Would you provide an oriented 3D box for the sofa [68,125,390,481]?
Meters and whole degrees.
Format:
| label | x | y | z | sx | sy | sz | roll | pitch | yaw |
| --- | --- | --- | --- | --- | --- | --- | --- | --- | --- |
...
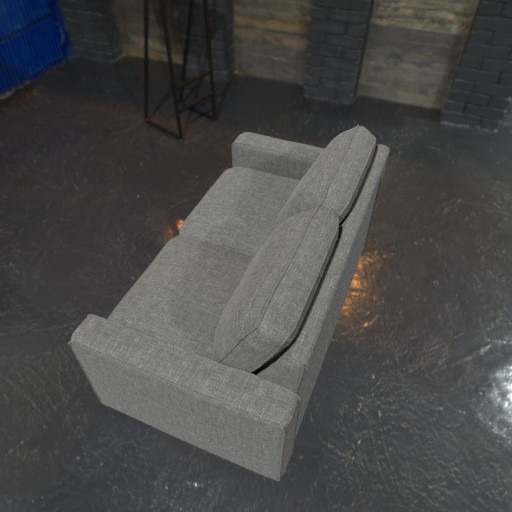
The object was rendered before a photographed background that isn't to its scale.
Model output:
| label | x | y | z | sx | sy | sz | roll | pitch | yaw |
| --- | --- | --- | --- | --- | --- | --- | --- | --- | --- |
| sofa | 0.000 | 0.000 | 2.252 | 0.947 | 0.918 | 1.709 | 17 | 48 | 16 |
